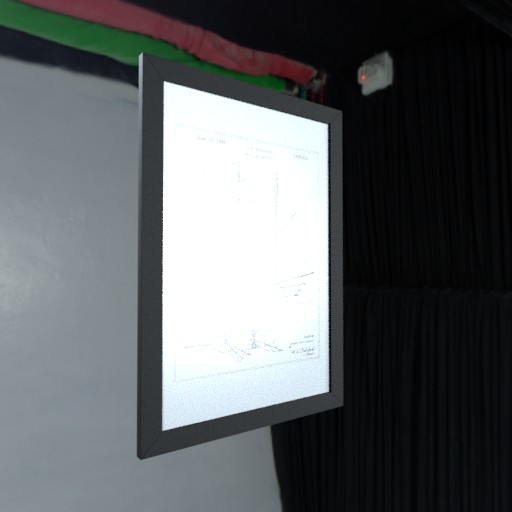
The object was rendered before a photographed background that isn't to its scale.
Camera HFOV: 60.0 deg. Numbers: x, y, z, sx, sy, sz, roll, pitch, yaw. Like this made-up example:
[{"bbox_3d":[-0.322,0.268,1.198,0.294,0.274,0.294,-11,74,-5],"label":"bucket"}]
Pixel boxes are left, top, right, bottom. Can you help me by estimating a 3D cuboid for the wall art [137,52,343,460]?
[{"bbox_3d":[0.000,0.000,0.598,0.326,0.459,0.011,1,-2,-36],"label":"wall art"}]
